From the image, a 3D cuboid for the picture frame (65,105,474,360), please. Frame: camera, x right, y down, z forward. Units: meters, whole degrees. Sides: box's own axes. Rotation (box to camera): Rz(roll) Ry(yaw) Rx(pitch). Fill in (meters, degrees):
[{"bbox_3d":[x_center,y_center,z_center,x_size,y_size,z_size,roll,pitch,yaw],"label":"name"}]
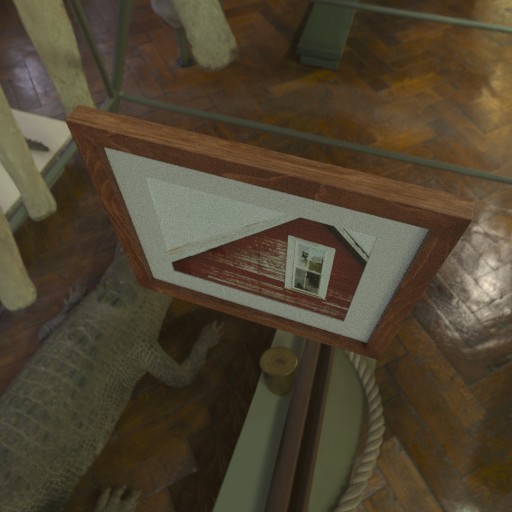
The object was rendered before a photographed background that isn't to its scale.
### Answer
[{"bbox_3d":[0.000,0.000,0.540,0.381,0.330,0.025,16,58,10],"label":"picture frame"}]
